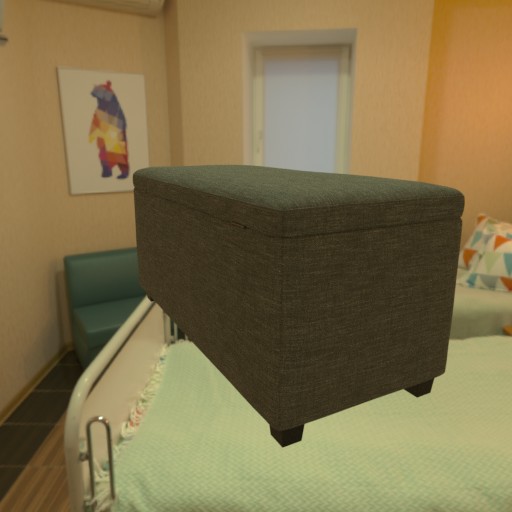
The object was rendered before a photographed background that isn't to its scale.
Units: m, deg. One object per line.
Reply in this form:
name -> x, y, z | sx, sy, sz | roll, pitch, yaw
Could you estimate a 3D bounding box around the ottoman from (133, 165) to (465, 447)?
ottoman -> 0.000, 0.000, 1.129 | 0.419, 0.432, 0.902 | -8, 16, -27
